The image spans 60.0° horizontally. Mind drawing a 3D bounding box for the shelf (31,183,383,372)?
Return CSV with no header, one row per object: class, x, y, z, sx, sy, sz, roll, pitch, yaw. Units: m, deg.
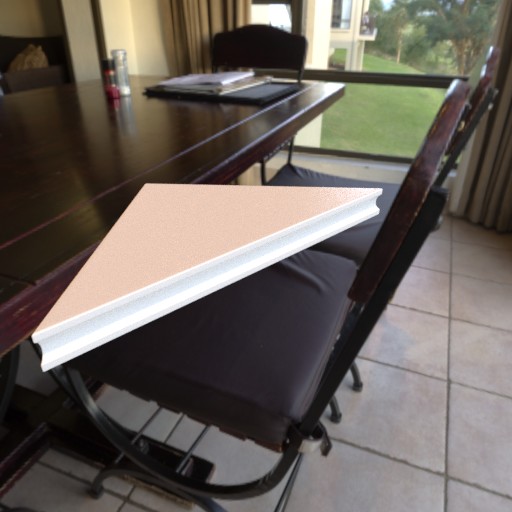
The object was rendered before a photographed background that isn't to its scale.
shelf,0.000,0.000,0.433,0.296,0.035,0.296,1,30,3
